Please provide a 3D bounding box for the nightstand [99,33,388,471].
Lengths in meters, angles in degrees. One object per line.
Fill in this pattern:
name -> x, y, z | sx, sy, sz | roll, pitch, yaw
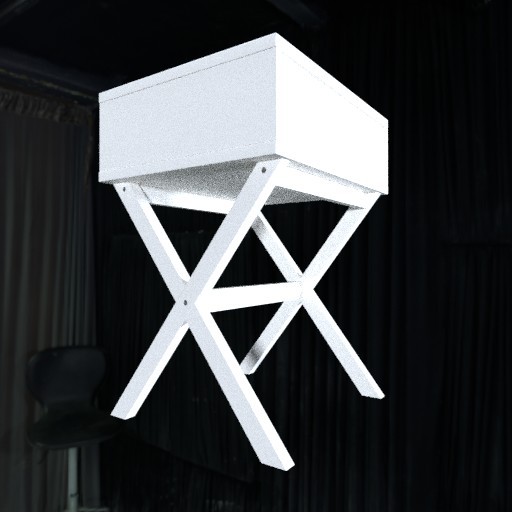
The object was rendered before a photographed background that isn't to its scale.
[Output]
nightstand -> 0.000, 0.000, 0.930 | 0.402, 0.623, 0.479 | 0, 0, 35
